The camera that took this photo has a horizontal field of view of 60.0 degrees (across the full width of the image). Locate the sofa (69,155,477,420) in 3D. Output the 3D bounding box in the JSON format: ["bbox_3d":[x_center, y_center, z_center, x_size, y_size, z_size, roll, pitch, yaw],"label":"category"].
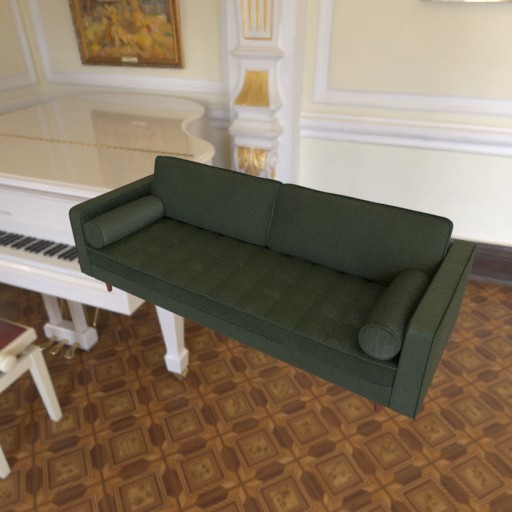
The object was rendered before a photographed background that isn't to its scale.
[{"bbox_3d":[0.000,0.000,2.595,2.199,0.769,0.918,18,35,28],"label":"sofa"}]
